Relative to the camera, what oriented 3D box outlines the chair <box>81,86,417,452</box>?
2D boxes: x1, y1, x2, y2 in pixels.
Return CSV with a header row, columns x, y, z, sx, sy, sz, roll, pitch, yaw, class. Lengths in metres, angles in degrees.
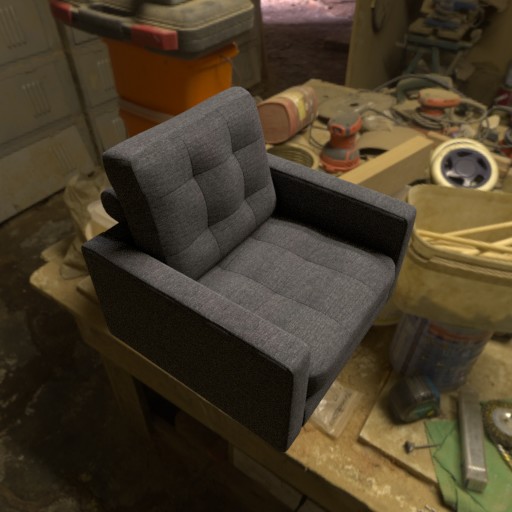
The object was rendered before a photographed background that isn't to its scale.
x,y,z,sx,sy,sz,roll,pitch,yaw,class
0.000,0.000,1.530,0.843,0.880,0.821,26,48,26,chair
